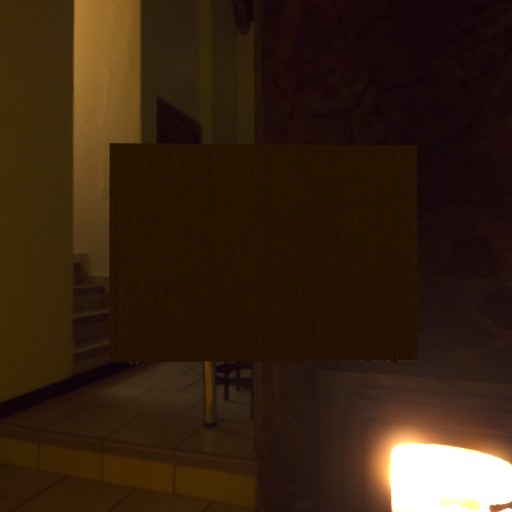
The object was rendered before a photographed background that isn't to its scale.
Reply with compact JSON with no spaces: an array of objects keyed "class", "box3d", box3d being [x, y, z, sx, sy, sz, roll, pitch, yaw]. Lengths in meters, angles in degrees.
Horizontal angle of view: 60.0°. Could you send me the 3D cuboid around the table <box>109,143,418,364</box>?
[{"class":"table","box3d":[0.000,0.000,1.406,0.597,0.424,1.099,0,0,-2]}]
